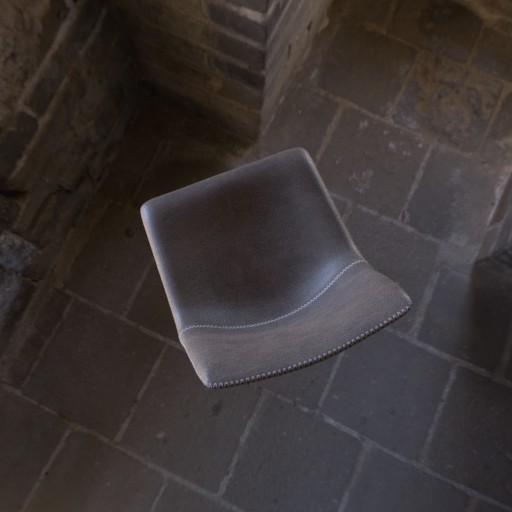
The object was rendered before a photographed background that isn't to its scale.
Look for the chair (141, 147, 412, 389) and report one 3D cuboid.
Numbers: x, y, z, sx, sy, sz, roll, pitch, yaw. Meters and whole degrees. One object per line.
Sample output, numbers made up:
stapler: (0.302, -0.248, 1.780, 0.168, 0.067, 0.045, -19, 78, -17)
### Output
chair: (0.000, 0.000, 1.088, 0.460, 0.780, 0.550, -21, 77, -5)
